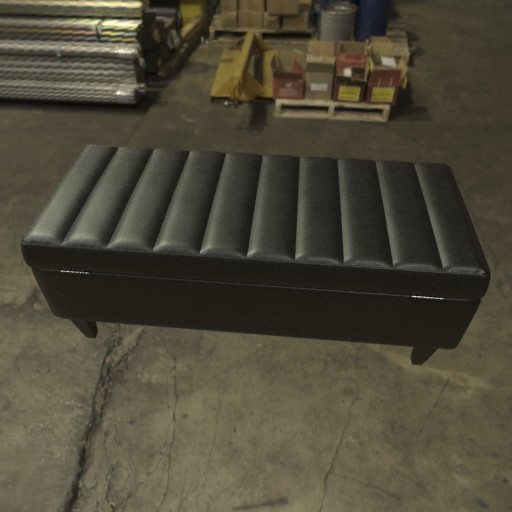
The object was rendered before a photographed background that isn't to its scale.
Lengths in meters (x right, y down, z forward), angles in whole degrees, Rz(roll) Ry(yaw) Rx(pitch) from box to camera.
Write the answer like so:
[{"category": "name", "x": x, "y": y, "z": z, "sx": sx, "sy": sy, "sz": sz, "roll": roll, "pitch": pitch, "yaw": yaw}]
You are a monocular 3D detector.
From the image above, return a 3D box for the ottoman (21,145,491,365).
[{"category": "ottoman", "x": 0.000, "y": 0.000, "z": 1.360, "sx": 1.151, "sy": 0.469, "sz": 0.482, "roll": 4, "pitch": 45, "yaw": 4}]
